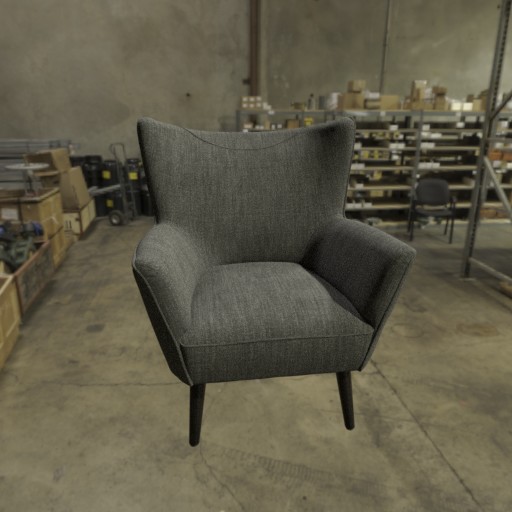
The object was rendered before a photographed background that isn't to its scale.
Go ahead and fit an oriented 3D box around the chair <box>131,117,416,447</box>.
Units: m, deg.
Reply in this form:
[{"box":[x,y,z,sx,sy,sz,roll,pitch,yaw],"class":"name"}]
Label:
[{"box":[0.000,0.000,1.563,0.781,0.933,0.888,-3,18,-8],"class":"chair"}]
